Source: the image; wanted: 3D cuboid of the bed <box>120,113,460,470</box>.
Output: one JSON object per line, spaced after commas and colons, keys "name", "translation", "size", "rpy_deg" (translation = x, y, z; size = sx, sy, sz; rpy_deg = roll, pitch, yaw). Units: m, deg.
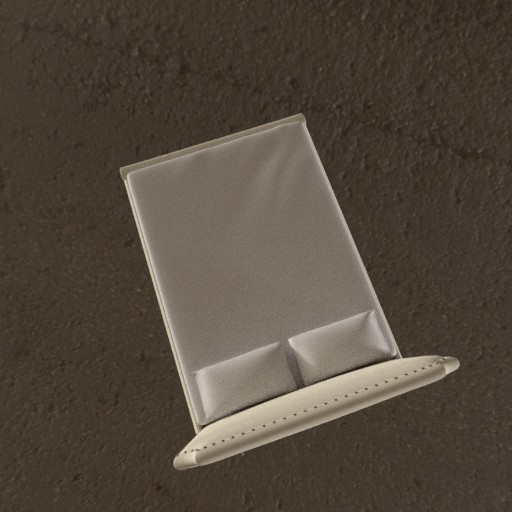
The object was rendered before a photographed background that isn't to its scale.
{"name": "bed", "translation": [0.000, 0.000, 3.330], "size": [1.712, 1.443, 2.372], "rpy_deg": [-18, 76, -5]}
